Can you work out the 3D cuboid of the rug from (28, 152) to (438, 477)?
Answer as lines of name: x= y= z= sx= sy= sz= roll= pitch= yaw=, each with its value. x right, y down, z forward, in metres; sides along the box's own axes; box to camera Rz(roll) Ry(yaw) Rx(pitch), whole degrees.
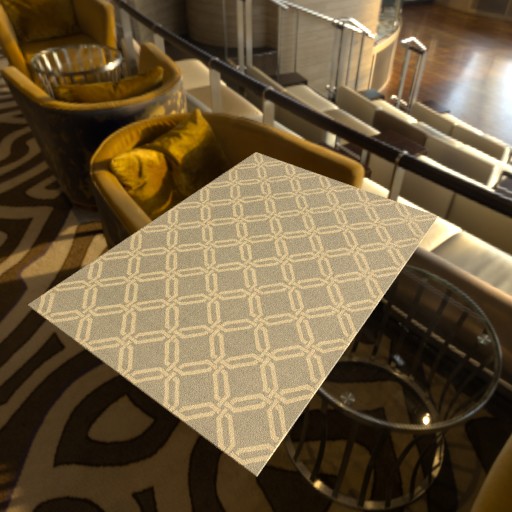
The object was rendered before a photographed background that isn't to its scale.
rug: x=0.000 y=0.000 z=4.305 sx=2.438 sy=0.013 sz=3.353 roll=26 pitch=47 yaw=26
